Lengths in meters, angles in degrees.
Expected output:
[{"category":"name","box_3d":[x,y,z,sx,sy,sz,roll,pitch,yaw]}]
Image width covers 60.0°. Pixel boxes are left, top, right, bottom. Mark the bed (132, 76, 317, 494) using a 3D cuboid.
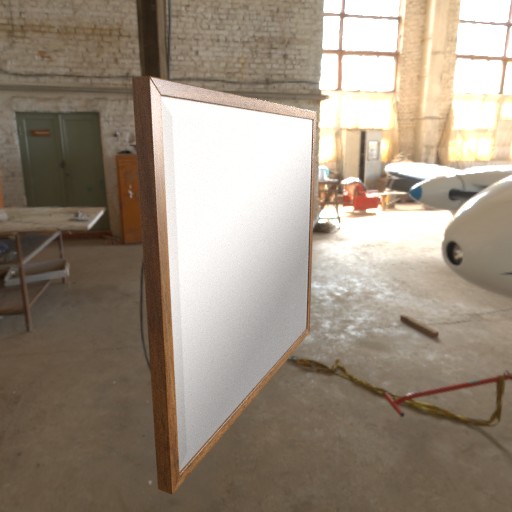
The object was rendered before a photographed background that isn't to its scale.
[{"category":"bed","box_3d":[0.000,0.000,1.413,0.043,0.940,1.041,6,15,24]}]
